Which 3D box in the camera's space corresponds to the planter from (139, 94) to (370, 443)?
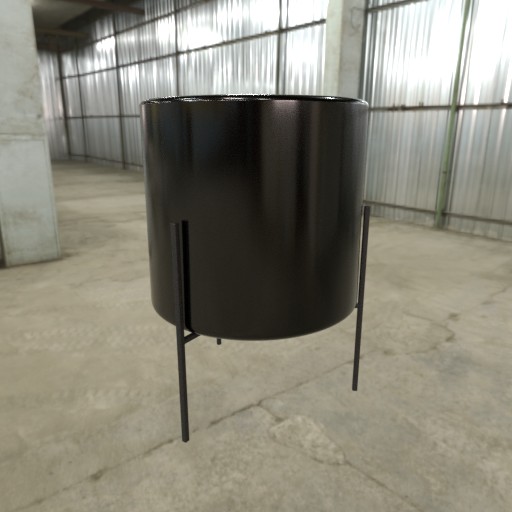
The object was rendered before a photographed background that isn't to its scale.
[{"bbox_3d":[0.000,0.000,0.658,0.310,0.432,0.310,-3,16,-10],"label":"planter"}]
